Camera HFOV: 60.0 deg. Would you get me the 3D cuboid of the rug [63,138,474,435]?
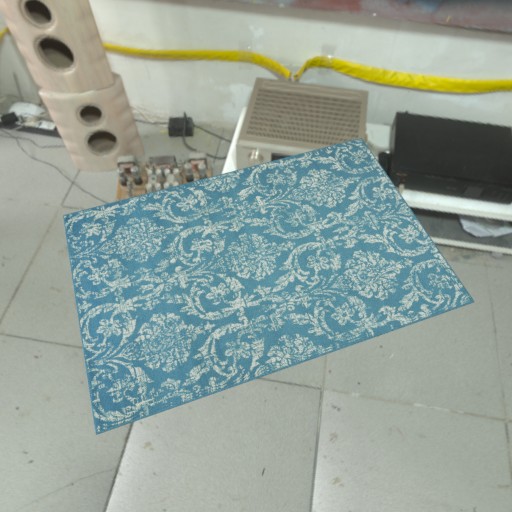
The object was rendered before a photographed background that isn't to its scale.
[{"bbox_3d":[0.000,0.000,3.450,2.746,0.018,1.816,-17,59,-10],"label":"rug"}]
